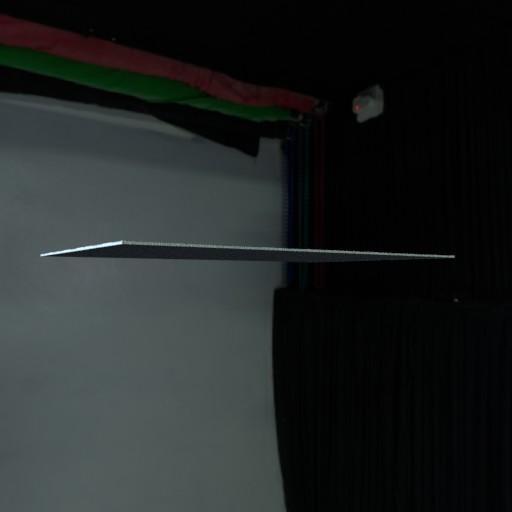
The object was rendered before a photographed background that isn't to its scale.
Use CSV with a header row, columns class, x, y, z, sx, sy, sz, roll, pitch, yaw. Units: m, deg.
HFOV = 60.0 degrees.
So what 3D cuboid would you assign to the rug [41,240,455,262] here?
class,x,y,z,sx,sy,sz,roll,pitch,yaw
rug,0.000,0.000,3.065,2.438,0.015,1.518,2,-3,-37
